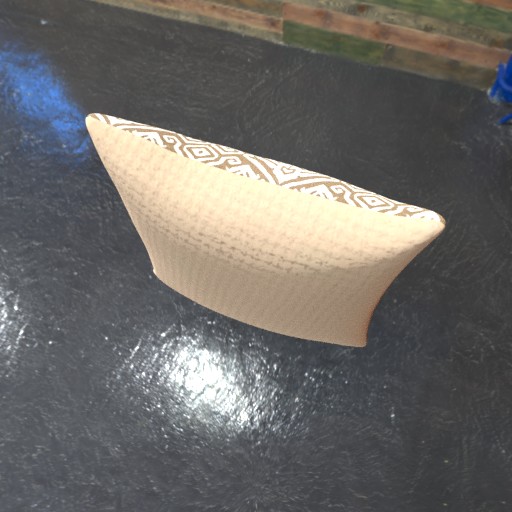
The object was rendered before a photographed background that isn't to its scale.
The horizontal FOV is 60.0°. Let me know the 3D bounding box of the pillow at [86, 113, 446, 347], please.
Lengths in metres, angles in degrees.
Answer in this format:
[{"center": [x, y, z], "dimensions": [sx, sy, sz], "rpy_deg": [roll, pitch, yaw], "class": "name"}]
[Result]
[{"center": [0.000, 0.000, 0.650], "dimensions": [0.419, 0.407, 0.173], "rpy_deg": [18, 64, 9], "class": "pillow"}]
